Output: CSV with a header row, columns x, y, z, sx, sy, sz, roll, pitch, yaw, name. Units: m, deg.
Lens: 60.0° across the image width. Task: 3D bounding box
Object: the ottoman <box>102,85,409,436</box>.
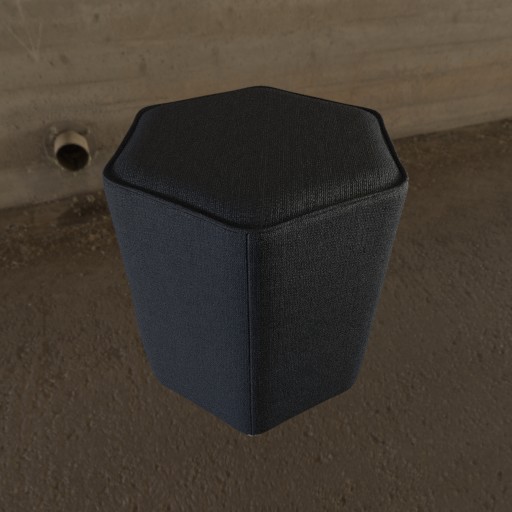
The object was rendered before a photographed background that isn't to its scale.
x,y,z,sx,sy,sz,roll,pitch,yaw,name
0.000,0.000,0.859,0.492,0.505,0.454,25,46,27,ottoman
